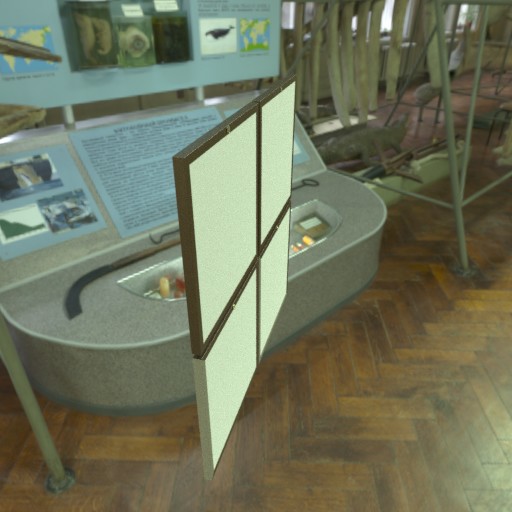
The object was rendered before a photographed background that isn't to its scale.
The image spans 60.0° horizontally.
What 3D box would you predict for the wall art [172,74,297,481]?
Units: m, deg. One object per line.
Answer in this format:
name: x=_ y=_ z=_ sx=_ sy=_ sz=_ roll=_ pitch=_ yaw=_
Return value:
wall art: x=0.000 y=0.000 z=1.536 sx=0.030 sy=1.032 sz=1.032 roll=9 pitch=32 yaw=14
